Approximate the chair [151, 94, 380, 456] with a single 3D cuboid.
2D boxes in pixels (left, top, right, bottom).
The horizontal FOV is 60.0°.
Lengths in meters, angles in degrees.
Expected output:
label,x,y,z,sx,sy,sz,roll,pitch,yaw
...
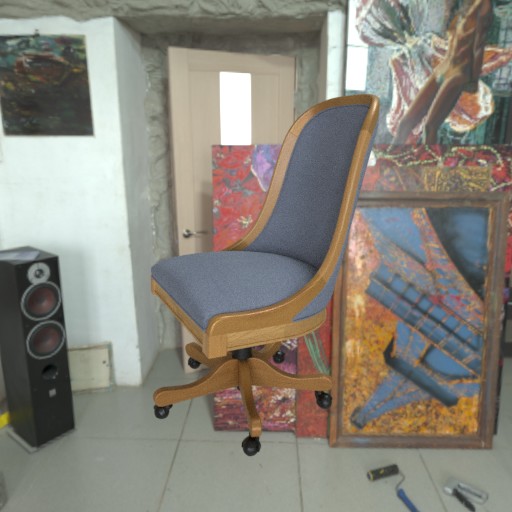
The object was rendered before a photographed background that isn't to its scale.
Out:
label,x,y,z,sx,sy,sz,roll,pitch,yaw
chair,0.000,0.000,1.465,0.735,1.031,0.605,-8,17,-26
